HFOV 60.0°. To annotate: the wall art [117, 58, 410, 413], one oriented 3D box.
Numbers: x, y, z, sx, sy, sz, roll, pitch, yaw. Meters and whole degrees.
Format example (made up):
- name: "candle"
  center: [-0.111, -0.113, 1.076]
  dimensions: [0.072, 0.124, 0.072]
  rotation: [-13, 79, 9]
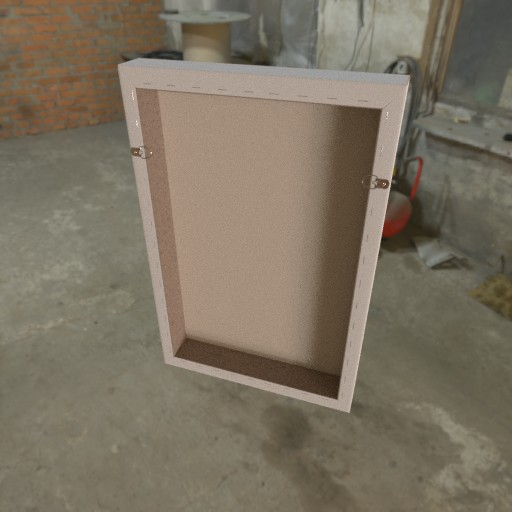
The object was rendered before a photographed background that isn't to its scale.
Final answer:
- name: "wall art"
  center: [0.000, 0.000, 0.484]
  dimensions: [0.252, 0.381, 0.039]
  rotation: [11, 35, 16]
